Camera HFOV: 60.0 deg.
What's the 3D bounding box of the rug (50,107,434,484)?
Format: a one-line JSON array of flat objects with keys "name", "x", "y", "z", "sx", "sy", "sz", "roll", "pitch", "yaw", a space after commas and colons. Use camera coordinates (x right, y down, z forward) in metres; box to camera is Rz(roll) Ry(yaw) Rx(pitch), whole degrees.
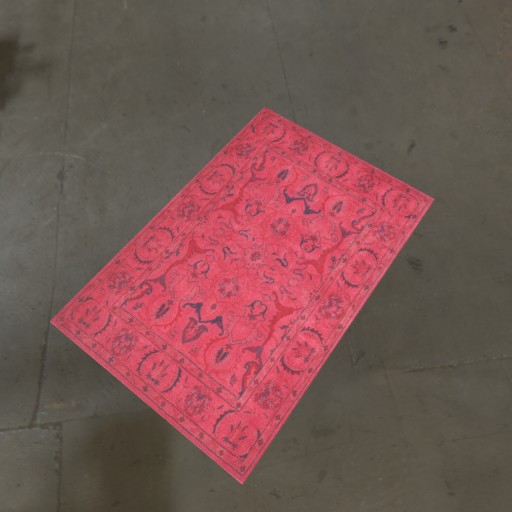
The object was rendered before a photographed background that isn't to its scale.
[{"name": "rug", "x": 0.000, "y": 0.000, "z": 2.375, "sx": 1.209, "sy": 0.008, "sz": 1.814, "roll": 33, "pitch": 67, "yaw": 16}]
